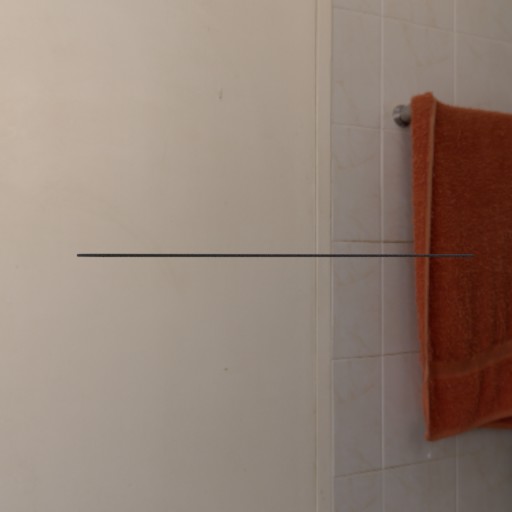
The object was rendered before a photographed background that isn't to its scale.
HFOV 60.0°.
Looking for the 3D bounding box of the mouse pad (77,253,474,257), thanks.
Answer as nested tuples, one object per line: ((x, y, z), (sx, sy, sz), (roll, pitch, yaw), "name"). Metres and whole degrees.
((0.000, 0.000, 0.447), (0.315, 0.002, 0.269), (0, 0, -16), "mouse pad")
